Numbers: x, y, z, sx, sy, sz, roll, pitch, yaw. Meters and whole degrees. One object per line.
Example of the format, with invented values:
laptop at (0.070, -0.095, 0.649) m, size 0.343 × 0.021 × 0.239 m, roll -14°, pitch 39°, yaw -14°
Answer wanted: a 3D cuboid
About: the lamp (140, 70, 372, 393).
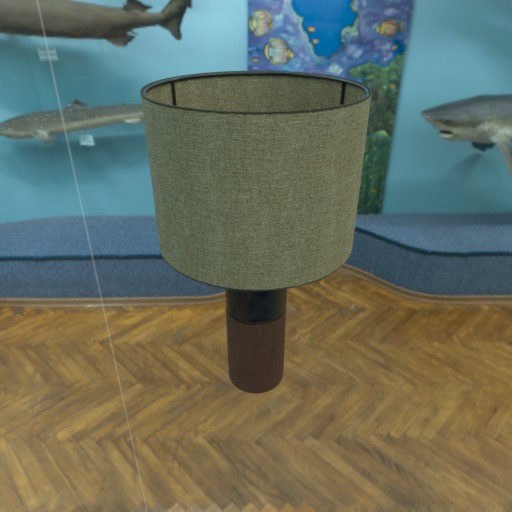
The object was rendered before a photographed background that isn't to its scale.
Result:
lamp at (0.000, 0.000, 0.483) m, size 0.202 × 0.350 × 0.202 m, roll 0°, pitch 30°, yaw 0°
